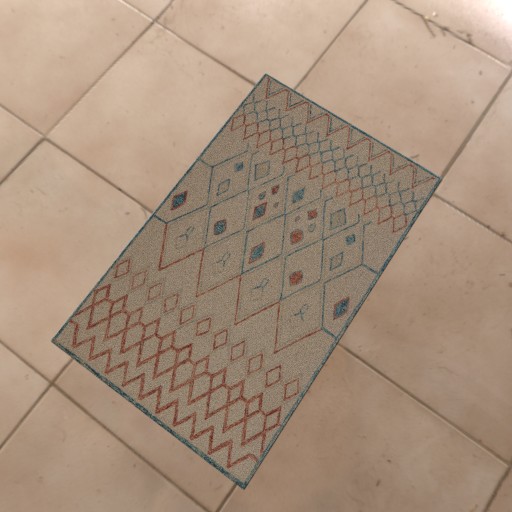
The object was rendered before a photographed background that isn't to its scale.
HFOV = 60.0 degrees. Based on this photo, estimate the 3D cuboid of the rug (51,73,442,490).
[{"bbox_3d":[0.000,0.000,2.993,1.524,0.015,2.438,34,78,8],"label":"rug"}]
